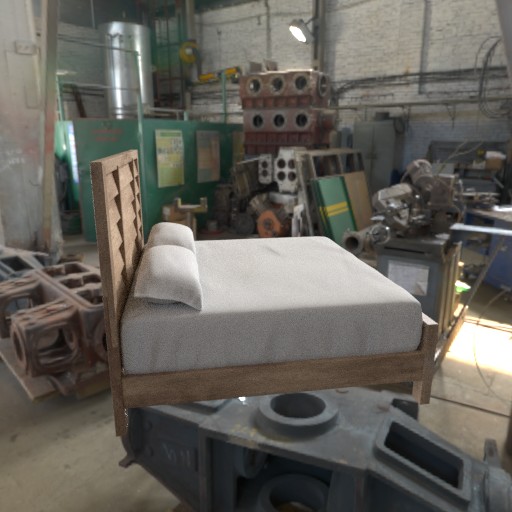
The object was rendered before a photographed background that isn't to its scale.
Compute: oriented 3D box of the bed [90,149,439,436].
[{"bbox_3d":[0.000,0.000,3.593,2.062,1.626,2.032,-3,15,-9],"label":"bed"}]
